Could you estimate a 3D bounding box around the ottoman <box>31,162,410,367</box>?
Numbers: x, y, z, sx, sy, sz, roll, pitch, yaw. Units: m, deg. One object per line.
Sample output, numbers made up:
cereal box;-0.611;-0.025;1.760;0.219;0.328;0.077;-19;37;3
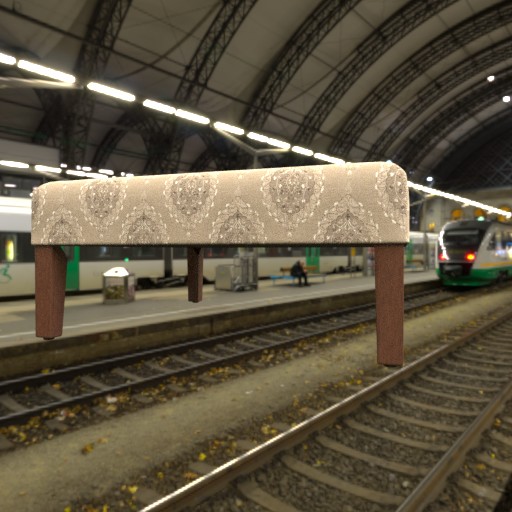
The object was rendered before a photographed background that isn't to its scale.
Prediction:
ottoman;0.000;0.000;1.374;0.889;0.411;0.890;0;1;18
